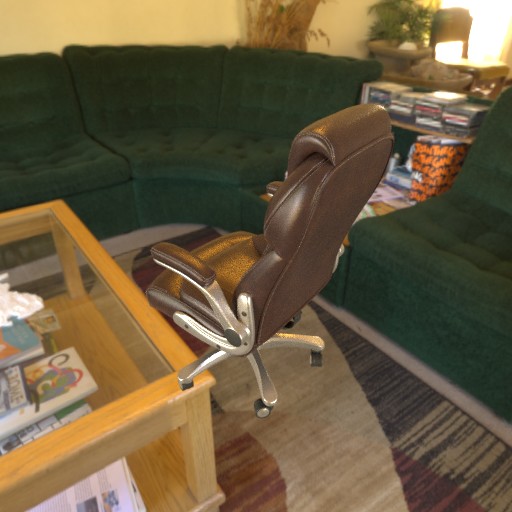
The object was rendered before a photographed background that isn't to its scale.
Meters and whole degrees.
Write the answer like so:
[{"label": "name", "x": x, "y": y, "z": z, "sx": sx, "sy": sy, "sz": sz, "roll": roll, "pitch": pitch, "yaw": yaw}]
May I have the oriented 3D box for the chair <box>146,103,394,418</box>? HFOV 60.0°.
[{"label": "chair", "x": 0.000, "y": 0.000, "z": 1.688, "sx": 0.774, "sy": 1.160, "sz": 0.733, "roll": 21, "pitch": 37, "yaw": 30}]
